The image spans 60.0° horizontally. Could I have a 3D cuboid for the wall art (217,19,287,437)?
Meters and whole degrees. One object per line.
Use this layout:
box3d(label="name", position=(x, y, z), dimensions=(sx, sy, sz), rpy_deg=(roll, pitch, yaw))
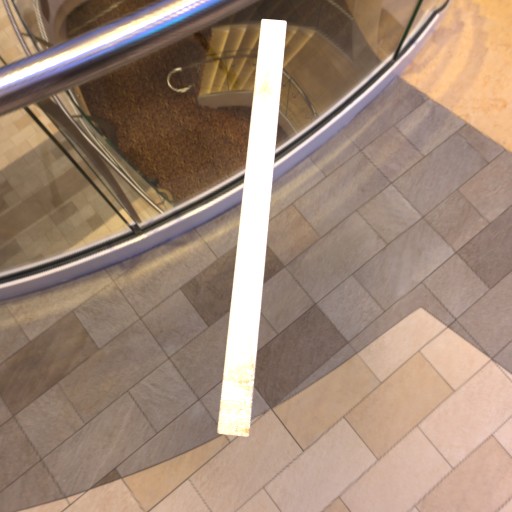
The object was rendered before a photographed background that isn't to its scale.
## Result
box3d(label="wall art", position=(0.000, 0.000, 0.916), dimensions=(0.040, 0.613, 0.611), rpy_deg=(5, 76, 1))
